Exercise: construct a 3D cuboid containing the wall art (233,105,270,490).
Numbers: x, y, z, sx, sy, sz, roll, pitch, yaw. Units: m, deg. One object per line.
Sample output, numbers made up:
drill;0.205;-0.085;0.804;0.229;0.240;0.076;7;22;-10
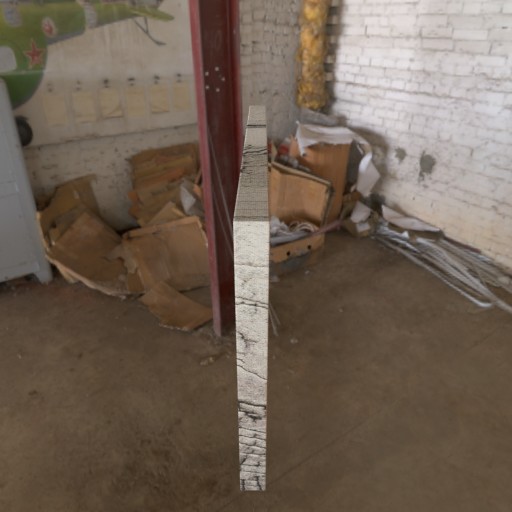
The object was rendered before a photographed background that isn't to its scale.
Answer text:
wall art;0.000;0.000;0.786;0.035;0.407;0.613;0;29;1
